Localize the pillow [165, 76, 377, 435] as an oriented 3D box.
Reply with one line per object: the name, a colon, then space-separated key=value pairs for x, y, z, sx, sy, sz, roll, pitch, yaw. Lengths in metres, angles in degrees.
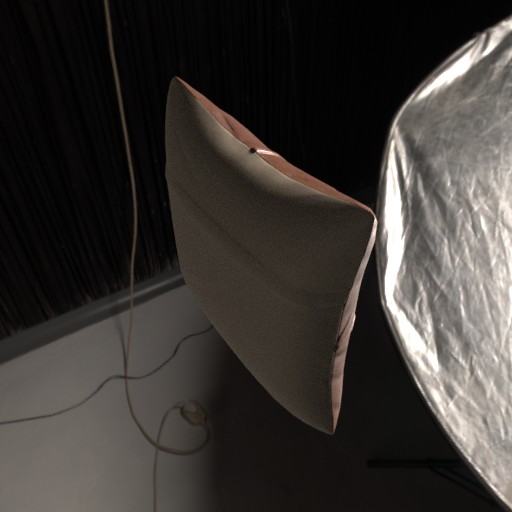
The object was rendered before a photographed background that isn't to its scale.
pillow: x=0.000 y=0.000 z=0.754 sx=0.192 sy=0.470 sz=0.484 roll=-24 pitch=47 yaw=-25
